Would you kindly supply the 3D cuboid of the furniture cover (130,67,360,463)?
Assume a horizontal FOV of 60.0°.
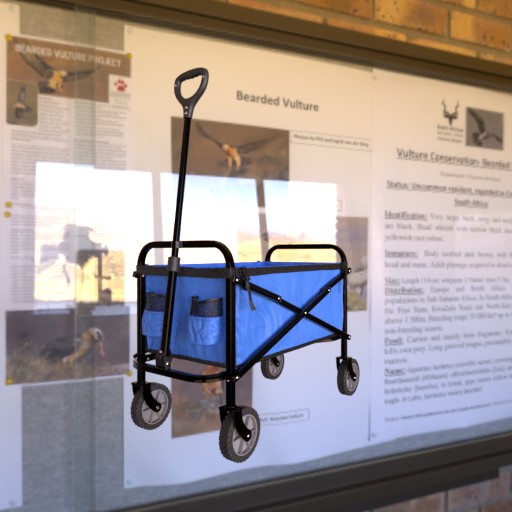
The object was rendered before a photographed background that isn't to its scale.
[{"bbox_3d":[0.000,0.000,1.837,0.532,1.295,1.038,0,1,37],"label":"furniture cover"}]
